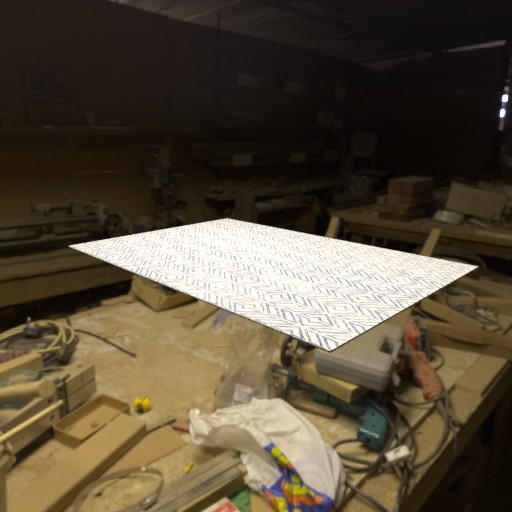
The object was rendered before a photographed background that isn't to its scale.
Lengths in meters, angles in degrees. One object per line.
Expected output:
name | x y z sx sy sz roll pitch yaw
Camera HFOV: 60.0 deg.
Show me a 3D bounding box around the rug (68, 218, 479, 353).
rug | 0.000 0.000 2.344 1.824 0.008 1.220 15 21 43
